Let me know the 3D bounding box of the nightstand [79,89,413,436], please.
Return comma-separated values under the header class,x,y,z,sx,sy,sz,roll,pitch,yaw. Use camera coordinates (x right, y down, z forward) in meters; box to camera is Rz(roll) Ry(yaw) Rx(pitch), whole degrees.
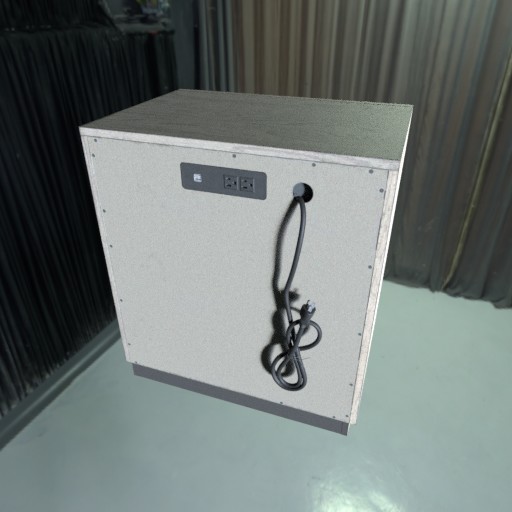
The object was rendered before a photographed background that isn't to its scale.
class,x,y,z,sx,sy,sz,roll,pitch,yaw
nightstand,0.000,0.000,1.100,0.612,0.673,0.483,10,32,17
